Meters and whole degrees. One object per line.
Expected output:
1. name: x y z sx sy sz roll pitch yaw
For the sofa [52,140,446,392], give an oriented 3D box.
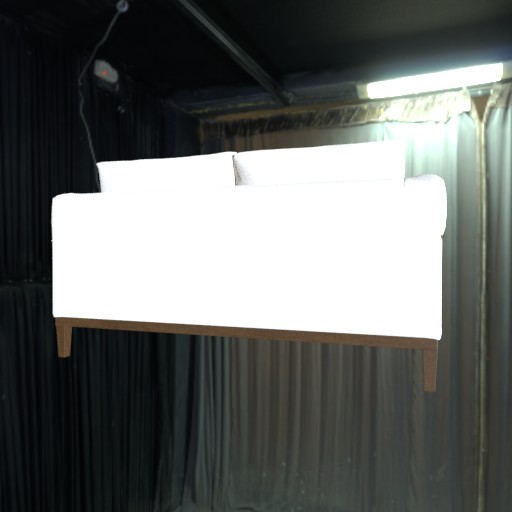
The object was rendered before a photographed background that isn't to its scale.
1. sofa: 0.000 0.000 2.085 1.598 0.873 0.905 0 1 19
